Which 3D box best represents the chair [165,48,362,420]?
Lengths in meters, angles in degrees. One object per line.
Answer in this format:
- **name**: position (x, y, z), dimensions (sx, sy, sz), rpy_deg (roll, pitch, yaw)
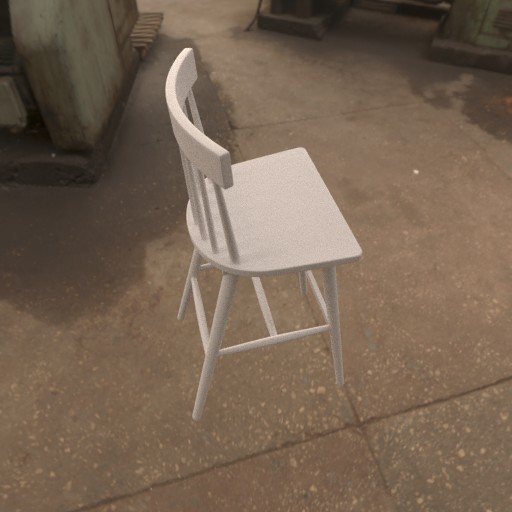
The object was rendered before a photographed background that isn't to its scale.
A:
- **chair**: position (0.000, 0.000, 1.365), dimensions (0.572, 1.092, 0.483), rpy_deg (-10, 48, -9)
